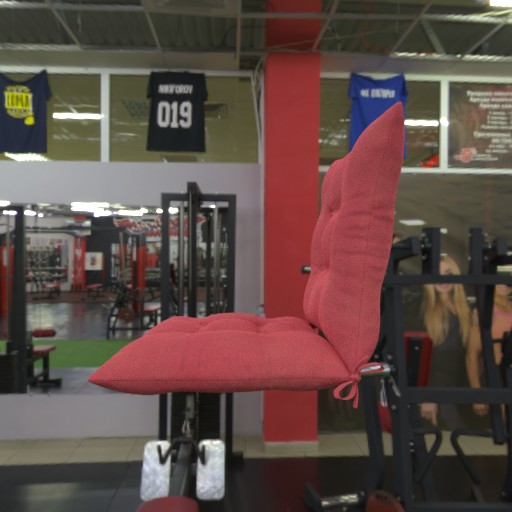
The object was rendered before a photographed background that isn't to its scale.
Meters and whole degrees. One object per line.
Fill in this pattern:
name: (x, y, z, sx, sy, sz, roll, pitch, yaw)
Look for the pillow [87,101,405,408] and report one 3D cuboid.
pillow: (0.000, 0.000, 1.012, 0.585, 0.536, 0.541, 0, 0, -1)
